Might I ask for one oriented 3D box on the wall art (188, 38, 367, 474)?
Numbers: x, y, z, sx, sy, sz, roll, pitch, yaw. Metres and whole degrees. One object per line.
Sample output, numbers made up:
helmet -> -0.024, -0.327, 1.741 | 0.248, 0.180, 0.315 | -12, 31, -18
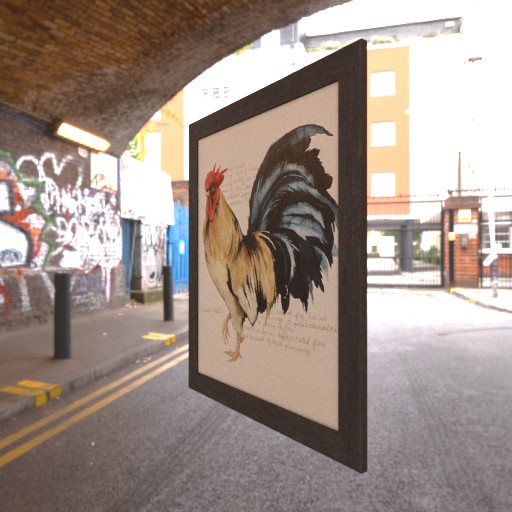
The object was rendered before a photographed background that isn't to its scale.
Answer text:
wall art -> 0.000, 0.000, 0.774 | 0.013, 0.570, 0.476 | 0, 0, -37
